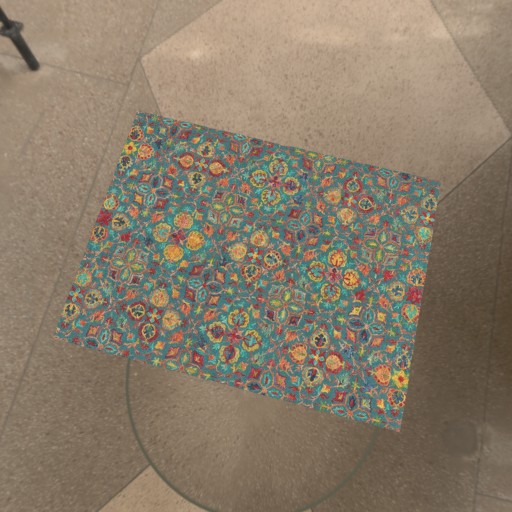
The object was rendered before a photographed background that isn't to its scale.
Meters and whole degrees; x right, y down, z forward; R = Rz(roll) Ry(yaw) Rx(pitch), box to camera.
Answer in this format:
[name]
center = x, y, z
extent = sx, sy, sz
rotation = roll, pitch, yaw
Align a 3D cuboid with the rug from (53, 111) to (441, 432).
[rug]
center = 0.000, 0.000, 4.242
extent = 3.204, 0.025, 2.434
rotation = 14, 75, 4
